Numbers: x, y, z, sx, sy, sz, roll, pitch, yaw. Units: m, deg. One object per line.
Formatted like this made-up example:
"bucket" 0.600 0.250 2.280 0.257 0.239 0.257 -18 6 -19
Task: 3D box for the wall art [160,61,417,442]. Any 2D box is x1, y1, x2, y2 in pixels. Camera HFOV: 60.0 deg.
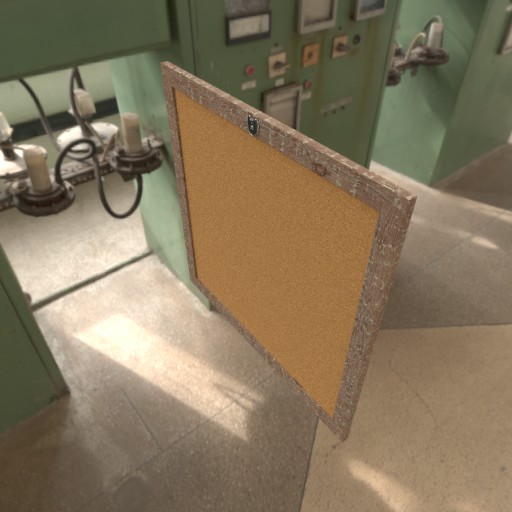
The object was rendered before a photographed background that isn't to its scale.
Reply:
"wall art" 0.000 0.000 0.573 0.012 0.384 0.384 -27 48 -27
